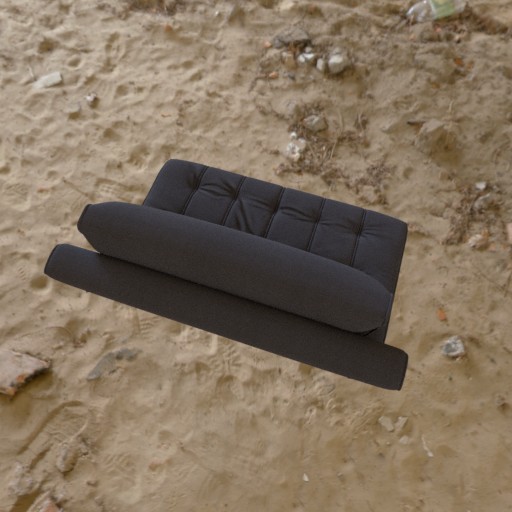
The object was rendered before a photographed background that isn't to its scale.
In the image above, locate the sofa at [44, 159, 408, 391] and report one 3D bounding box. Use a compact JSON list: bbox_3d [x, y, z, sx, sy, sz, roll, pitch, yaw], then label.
[{"bbox_3d":[0.000,0.000,1.877,1.220,0.910,0.910,17,64,8],"label":"sofa"}]
